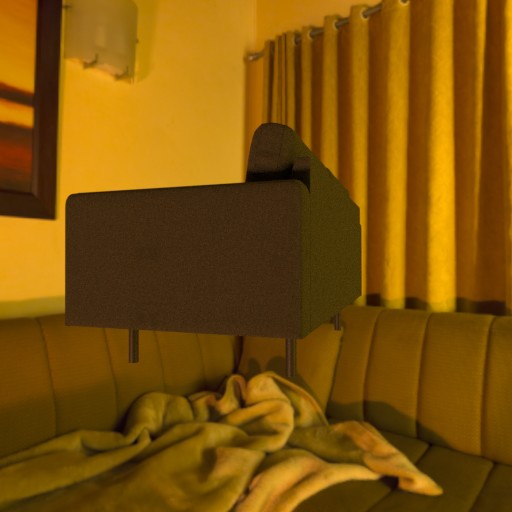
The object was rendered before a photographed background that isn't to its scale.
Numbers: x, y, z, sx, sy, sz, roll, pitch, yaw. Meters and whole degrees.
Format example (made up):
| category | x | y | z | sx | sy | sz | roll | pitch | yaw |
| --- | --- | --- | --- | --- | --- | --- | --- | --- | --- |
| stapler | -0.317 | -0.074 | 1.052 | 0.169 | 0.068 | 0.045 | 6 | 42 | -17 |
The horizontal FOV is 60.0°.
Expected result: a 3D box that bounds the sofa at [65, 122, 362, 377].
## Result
| category | x | y | z | sx | sy | sz | roll | pitch | yaw |
| --- | --- | --- | --- | --- | --- | --- | --- | --- | --- |
| sofa | 0.000 | 0.000 | 2.266 | 0.889 | 0.897 | 1.730 | 0 | -1 | 19 |
